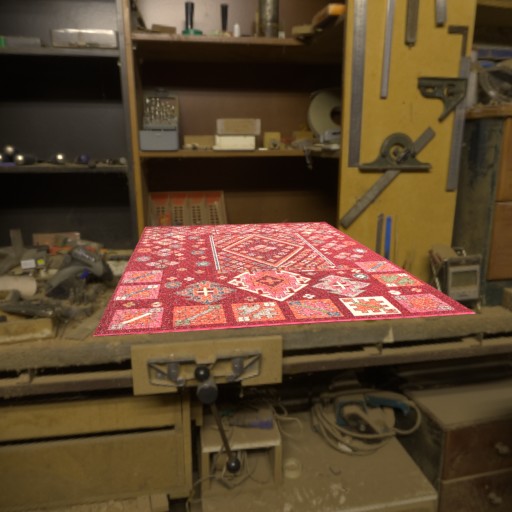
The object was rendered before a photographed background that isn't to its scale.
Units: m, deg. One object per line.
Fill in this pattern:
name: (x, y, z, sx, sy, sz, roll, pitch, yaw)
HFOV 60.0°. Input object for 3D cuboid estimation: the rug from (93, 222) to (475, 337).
rug: (0.000, 0.000, 2.832, 1.579, 0.007, 2.184, -2, 15, -8)
